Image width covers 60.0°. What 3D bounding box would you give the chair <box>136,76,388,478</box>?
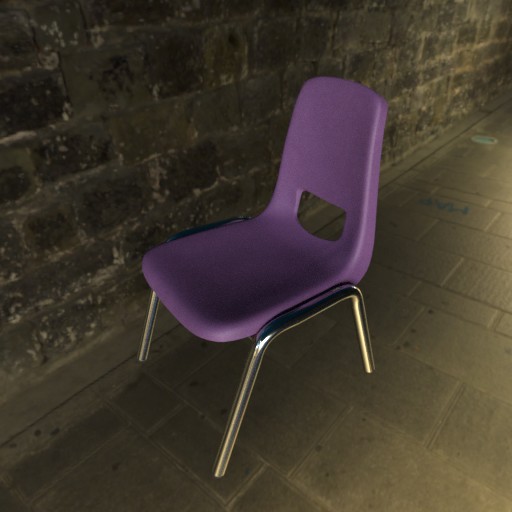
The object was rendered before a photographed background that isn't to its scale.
[{"bbox_3d":[0.000,0.000,0.827,0.419,0.584,0.356,-21,38,-29],"label":"chair"}]
